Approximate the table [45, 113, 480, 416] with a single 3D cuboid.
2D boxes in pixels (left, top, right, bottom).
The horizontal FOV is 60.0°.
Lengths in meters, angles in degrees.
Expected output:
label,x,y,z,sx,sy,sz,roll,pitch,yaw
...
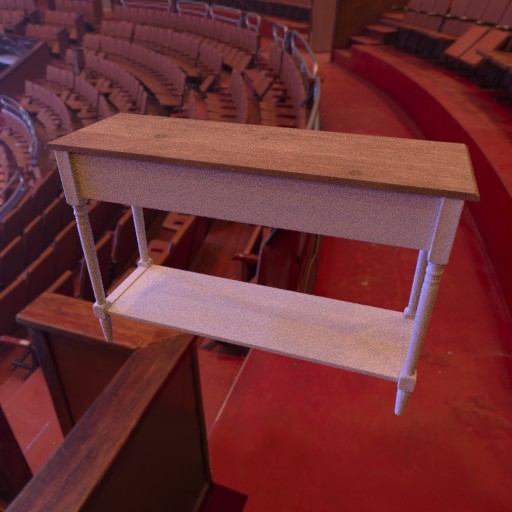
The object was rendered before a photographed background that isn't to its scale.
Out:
label,x,y,z,sx,sy,sz,roll,pitch,yaw
table,0.000,0.000,1.547,1.219,0.800,0.399,10,33,16
